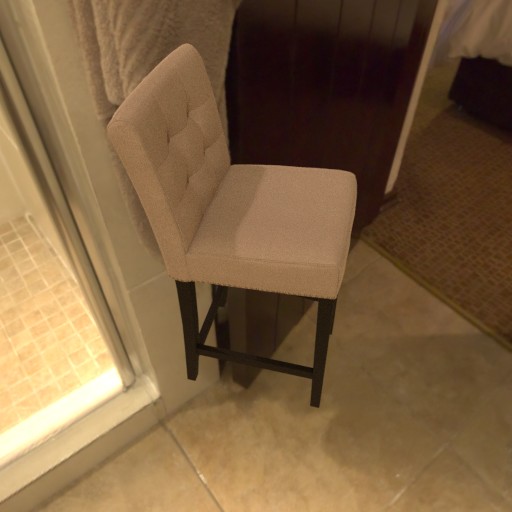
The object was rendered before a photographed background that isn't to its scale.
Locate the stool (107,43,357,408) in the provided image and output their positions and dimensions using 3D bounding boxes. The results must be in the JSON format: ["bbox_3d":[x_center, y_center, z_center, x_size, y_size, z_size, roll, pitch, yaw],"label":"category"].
[{"bbox_3d":[0.000,0.000,1.329,0.548,1.047,0.411,11,48,10],"label":"stool"}]
